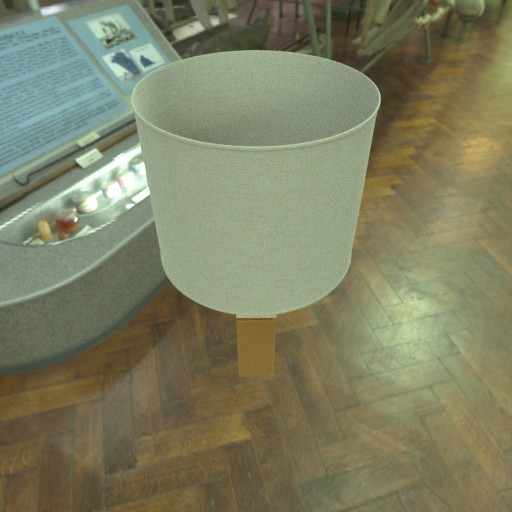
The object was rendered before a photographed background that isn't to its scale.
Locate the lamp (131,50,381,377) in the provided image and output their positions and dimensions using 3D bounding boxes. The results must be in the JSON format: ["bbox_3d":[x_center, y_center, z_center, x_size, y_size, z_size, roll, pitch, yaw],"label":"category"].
[{"bbox_3d":[0.000,0.000,0.552,0.229,0.417,0.229,0,42,0],"label":"lamp"}]
